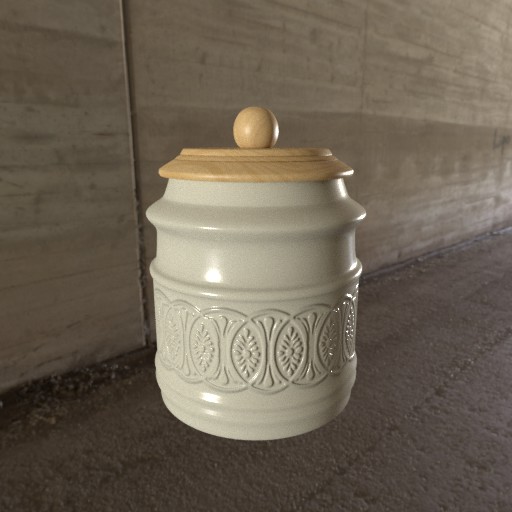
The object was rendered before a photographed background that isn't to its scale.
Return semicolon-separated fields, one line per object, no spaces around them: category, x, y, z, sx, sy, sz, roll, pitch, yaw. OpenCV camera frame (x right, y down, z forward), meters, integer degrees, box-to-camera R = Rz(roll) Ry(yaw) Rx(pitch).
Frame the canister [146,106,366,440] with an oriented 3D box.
canister;0.000;0.000;0.276;0.130;0.176;0.130;0;14;0
